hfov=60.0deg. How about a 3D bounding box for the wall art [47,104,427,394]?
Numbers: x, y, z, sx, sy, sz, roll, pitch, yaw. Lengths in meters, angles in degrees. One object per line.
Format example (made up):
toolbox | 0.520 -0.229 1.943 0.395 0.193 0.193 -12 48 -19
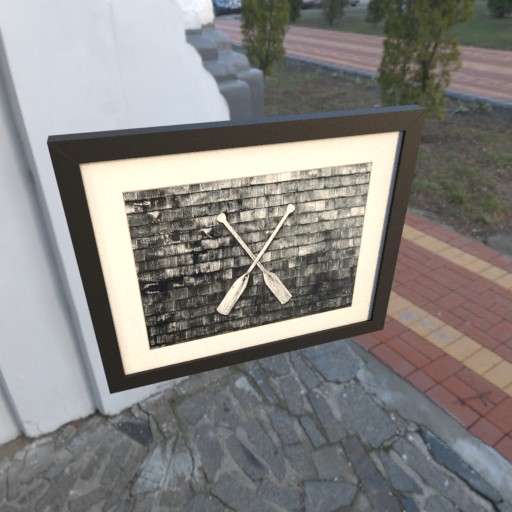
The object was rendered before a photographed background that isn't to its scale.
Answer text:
wall art | 0.000 0.000 0.757 0.558 0.457 0.029 -10 33 -15
